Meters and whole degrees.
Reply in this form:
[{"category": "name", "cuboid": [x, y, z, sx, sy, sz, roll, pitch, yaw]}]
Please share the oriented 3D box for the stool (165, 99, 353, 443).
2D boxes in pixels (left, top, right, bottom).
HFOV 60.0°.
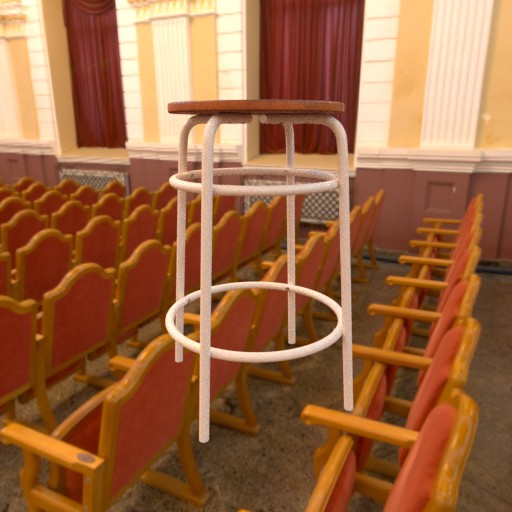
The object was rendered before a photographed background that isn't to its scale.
[{"category": "stool", "cuboid": [0.000, 0.000, 0.940, 0.455, 0.610, 0.455, 8, 18, 26]}]
